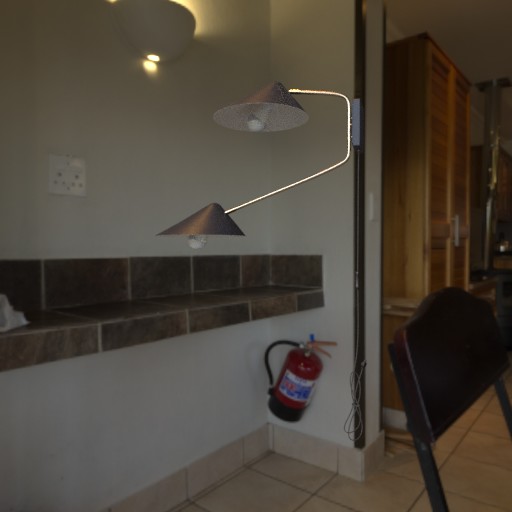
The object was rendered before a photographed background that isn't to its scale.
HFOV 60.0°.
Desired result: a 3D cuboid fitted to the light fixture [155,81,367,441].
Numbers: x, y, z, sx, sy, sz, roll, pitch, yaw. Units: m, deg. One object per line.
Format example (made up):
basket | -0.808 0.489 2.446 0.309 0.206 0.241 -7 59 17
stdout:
light fixture | 0.000 0.000 0.867 0.422 0.665 0.189 0 1 20
